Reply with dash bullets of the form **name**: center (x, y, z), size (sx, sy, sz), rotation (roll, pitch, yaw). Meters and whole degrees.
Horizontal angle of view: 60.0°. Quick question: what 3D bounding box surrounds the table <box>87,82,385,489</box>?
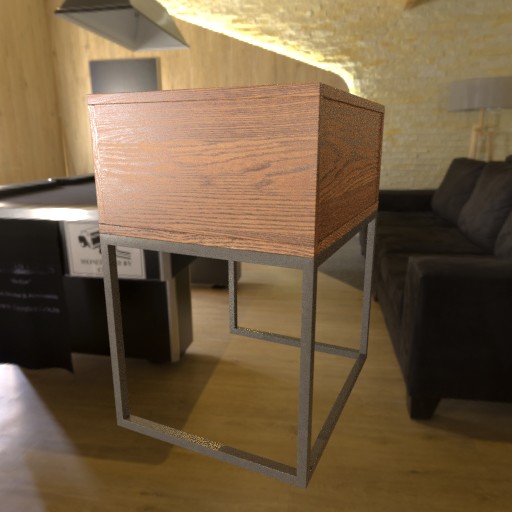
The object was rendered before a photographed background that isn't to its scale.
- **table**: center (0.000, 0.000, 0.921), size (0.400, 0.610, 0.482), rotation (7, 17, 24)
